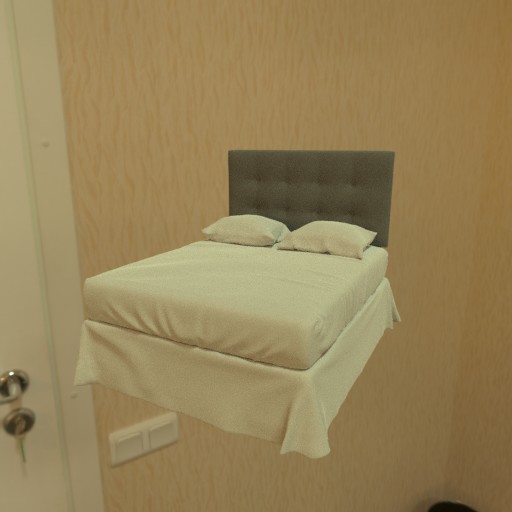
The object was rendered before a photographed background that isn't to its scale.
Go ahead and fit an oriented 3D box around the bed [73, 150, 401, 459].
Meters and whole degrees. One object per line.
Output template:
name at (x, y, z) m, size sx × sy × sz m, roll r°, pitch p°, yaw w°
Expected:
bed at (0.000, 0.000, 3.448) m, size 1.936 × 1.577 × 2.222 m, roll 7°, pitch 16°, yaw 27°
